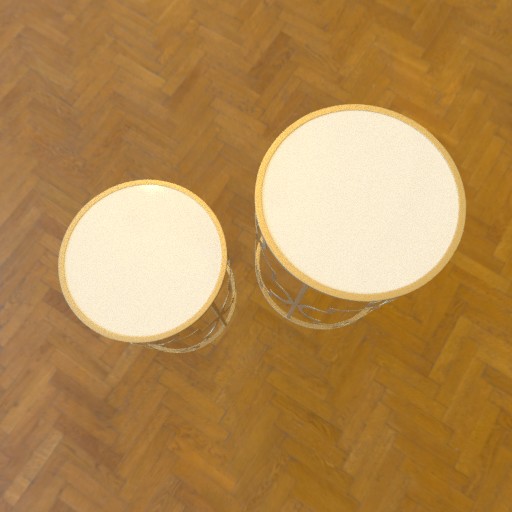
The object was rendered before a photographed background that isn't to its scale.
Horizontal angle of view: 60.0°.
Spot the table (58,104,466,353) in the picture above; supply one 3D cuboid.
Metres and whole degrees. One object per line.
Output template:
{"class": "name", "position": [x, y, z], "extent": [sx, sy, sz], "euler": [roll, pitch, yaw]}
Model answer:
{"class": "table", "position": [0.000, 0.000, 1.145], "extent": [0.846, 0.564, 0.420], "euler": [-13, 76, -3]}
